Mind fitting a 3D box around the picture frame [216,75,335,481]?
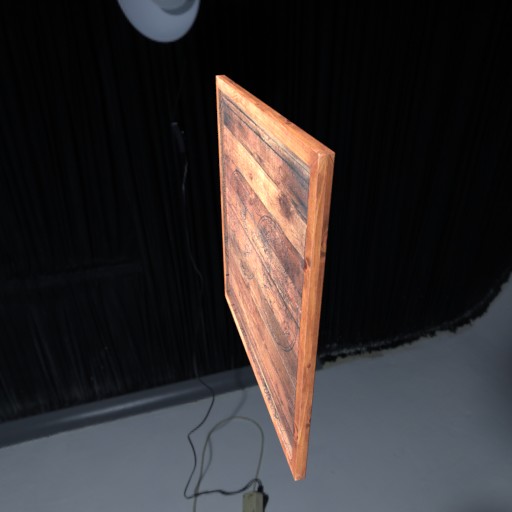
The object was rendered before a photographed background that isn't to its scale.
[{"bbox_3d":[0.000,0.000,1.218,0.029,0.817,0.810,-8,31,-13],"label":"picture frame"}]
